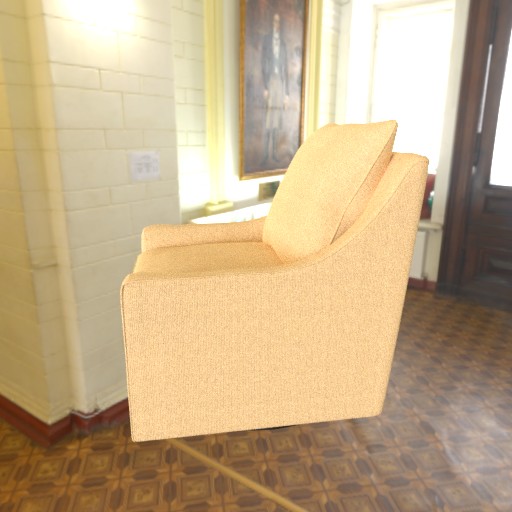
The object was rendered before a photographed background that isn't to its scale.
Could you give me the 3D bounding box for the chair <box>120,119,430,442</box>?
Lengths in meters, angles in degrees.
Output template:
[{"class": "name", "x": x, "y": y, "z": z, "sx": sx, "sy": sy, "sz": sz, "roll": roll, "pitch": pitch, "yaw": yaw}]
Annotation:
[{"class": "chair", "x": 0.000, "y": 0.000, "z": 1.582, "sx": 0.876, "sy": 0.927, "sz": 0.760, "roll": -3, "pitch": 15, "yaw": -9}]
